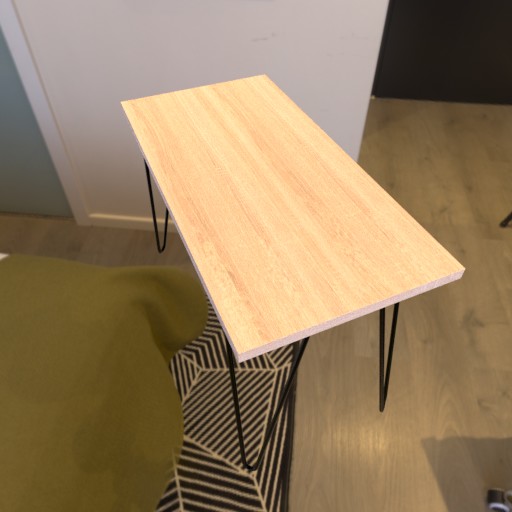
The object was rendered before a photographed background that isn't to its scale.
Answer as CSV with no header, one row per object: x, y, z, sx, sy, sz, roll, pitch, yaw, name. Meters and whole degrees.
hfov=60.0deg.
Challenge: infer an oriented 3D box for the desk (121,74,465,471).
0.000,0.000,1.386,0.499,0.660,0.991,-17,49,-16,desk
